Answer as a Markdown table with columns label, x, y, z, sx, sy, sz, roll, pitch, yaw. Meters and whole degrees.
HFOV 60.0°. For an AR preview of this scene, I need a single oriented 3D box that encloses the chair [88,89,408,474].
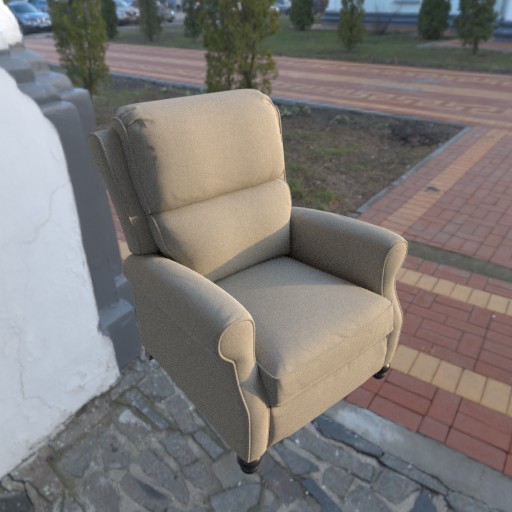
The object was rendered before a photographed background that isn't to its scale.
| label | x | y | z | sx | sy | sz | roll | pitch | yaw |
| --- | --- | --- | --- | --- | --- | --- | --- | --- | --- |
| chair | 0.000 | 0.000 | 1.661 | 0.859 | 1.046 | 0.919 | -22 | 37 | -33 |
